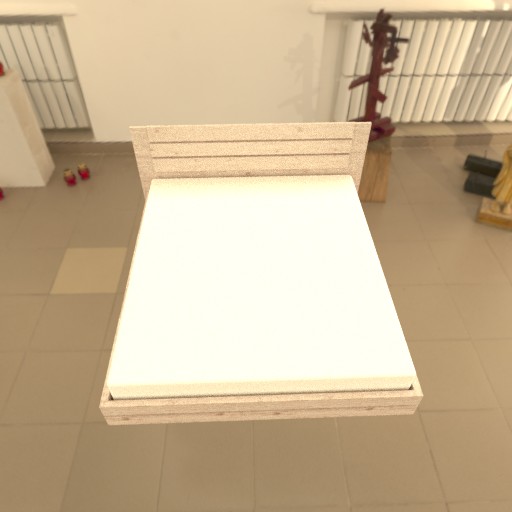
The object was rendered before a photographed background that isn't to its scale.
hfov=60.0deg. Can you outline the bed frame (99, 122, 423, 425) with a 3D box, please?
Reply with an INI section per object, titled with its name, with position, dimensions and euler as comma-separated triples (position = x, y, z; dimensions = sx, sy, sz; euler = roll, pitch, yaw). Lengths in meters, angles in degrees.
[bed frame]
position = 0.000, 0.000, 3.176
dimensions = 1.950, 0.970, 2.080
euler = -2, 45, -2
